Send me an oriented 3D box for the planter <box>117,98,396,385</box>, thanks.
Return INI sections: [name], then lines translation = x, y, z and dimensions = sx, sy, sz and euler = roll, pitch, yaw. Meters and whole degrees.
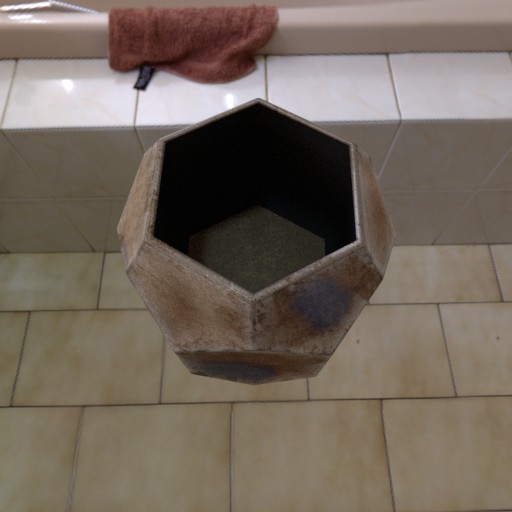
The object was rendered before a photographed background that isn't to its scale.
[planter]
translation = 0.000, 0.000, 0.431
dimensions = 0.243, 0.238, 0.221
euler = 1, 66, 1
